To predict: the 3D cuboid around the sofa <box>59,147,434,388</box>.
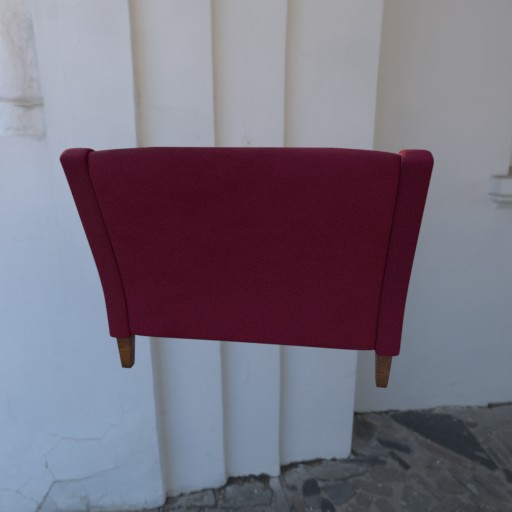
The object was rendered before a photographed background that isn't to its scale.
[{"bbox_3d":[0.000,0.000,1.996,1.242,0.976,0.946,2,16,8],"label":"sofa"}]
